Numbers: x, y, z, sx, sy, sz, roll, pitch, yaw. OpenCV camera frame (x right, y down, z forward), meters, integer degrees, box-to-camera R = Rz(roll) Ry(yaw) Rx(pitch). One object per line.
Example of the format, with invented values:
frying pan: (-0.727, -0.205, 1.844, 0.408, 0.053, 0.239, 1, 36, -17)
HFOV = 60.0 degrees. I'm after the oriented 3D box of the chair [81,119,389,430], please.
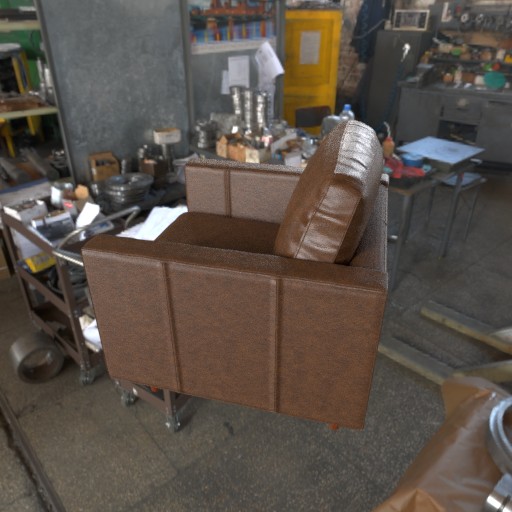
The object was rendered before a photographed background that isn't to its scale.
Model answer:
chair: (0.000, 0.000, 1.669, 0.909, 0.956, 0.890, 7, 31, 13)
